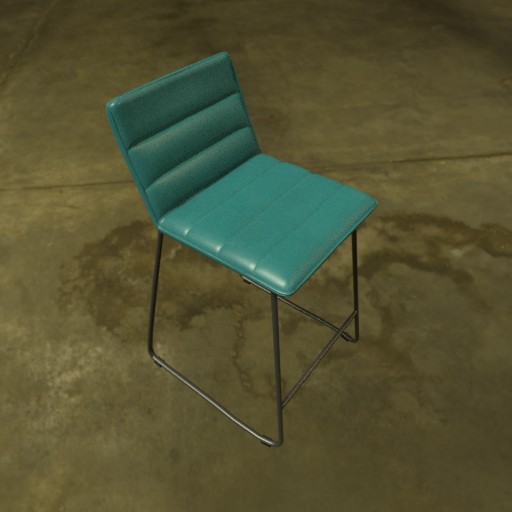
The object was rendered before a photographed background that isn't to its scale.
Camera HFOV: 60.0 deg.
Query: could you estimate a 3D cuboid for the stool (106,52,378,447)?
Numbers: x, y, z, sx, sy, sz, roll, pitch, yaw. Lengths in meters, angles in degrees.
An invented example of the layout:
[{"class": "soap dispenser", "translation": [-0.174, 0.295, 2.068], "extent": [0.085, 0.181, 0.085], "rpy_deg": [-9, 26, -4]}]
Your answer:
[{"class": "stool", "translation": [0.000, 0.000, 1.190], "extent": [0.524, 0.866, 0.489], "rpy_deg": [28, 50, 26]}]
